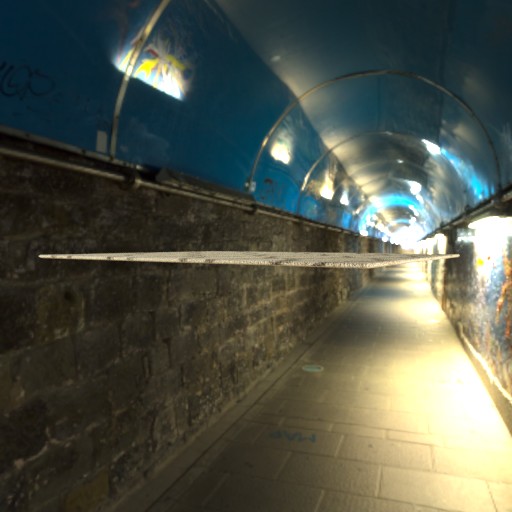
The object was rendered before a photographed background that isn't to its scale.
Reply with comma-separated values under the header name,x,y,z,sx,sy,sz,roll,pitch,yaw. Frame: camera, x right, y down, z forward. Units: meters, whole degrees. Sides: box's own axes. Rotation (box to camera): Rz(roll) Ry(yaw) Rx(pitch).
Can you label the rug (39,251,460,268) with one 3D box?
name,x,y,z,sx,sy,sz,roll,pitch,yaw
rug,0.000,0.000,4.014,3.000,0.026,2.399,1,2,35
